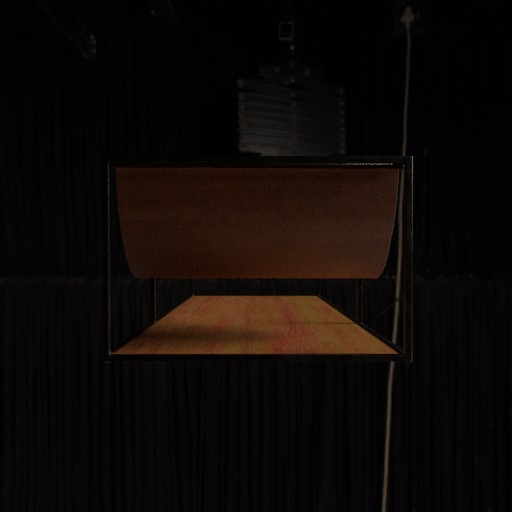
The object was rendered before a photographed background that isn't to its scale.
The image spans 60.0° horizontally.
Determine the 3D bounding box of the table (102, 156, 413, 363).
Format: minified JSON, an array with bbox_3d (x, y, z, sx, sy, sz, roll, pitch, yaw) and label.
[{"bbox_3d":[0.000,0.000,1.451,0.597,0.403,1.199,0,0,0],"label":"table"}]
